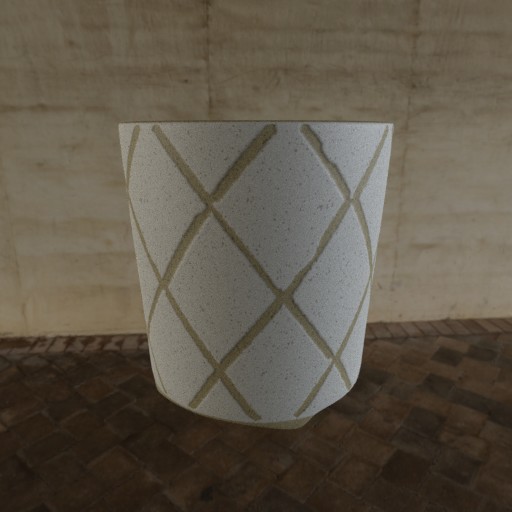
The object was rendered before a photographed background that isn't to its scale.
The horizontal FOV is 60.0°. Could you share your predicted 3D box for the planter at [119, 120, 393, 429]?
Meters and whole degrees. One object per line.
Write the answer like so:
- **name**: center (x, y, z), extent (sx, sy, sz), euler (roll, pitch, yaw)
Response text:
- **planter**: center (0.000, 0.000, 0.347), extent (0.191, 0.199, 0.191), euler (0, 16, 0)
